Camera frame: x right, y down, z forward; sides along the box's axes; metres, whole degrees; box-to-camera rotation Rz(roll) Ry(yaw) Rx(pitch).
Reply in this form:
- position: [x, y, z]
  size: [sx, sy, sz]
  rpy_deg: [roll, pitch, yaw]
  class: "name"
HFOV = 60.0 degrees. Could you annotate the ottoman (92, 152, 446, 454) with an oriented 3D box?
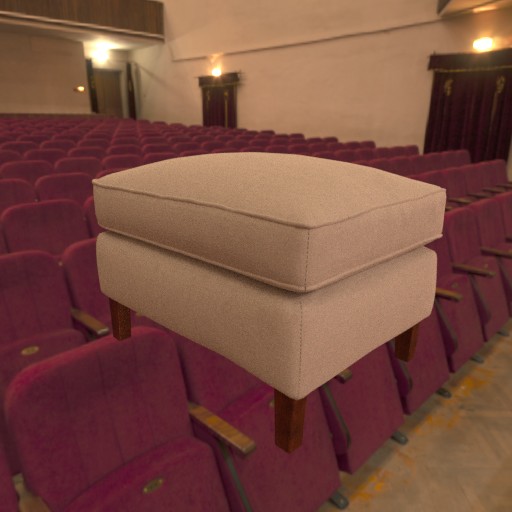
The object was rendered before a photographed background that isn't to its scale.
- position: [0.000, 0.000, 1.007]
  size: [0.665, 0.456, 0.501]
  rpy_deg: [16, 23, 43]
  class: "ottoman"
